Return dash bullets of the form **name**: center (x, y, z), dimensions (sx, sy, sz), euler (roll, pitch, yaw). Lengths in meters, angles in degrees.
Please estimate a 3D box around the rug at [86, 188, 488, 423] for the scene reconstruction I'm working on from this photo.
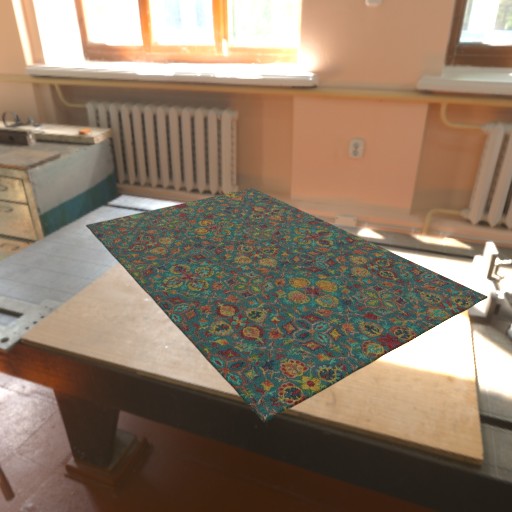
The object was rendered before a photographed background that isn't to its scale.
- **rug**: center (0.000, 0.000, 2.889), dimensions (1.527, 0.016, 2.290), euler (-18, 32, -31)
